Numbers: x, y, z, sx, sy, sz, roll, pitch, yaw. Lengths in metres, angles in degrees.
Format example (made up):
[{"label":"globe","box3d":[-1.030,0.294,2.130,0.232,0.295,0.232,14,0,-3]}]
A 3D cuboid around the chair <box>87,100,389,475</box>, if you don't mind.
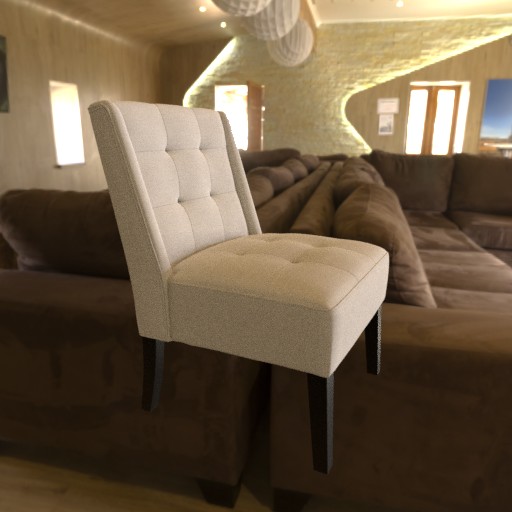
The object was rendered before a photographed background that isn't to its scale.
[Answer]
[{"label":"chair","box3d":[0.000,0.000,1.290,0.676,0.853,0.569,8,17,27]}]
